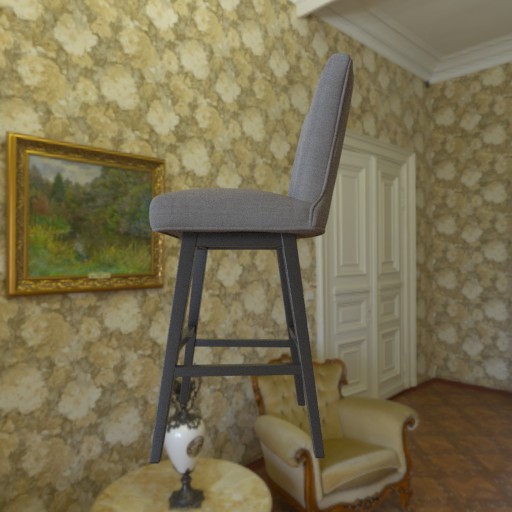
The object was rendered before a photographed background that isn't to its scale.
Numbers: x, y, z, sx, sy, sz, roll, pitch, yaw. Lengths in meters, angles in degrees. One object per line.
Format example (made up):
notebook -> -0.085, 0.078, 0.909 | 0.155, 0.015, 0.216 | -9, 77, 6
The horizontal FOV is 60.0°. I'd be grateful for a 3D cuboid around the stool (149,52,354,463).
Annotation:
stool -> 0.000, 0.000, 1.413 | 0.574, 1.086, 0.514 | 0, -1, -1
